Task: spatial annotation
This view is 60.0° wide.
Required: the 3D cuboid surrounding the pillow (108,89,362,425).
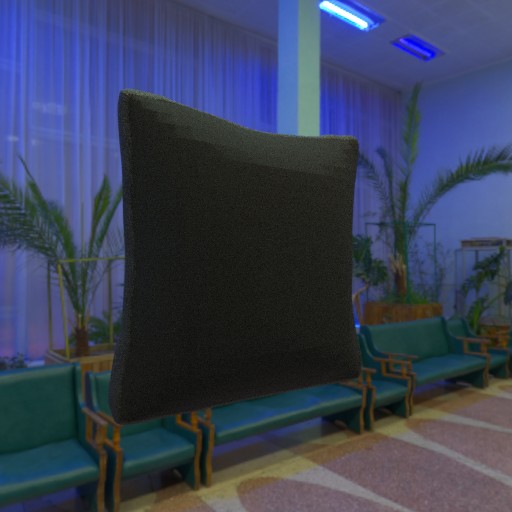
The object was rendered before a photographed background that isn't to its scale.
[{"bbox_3d":[0.000,0.000,0.814,0.533,0.523,0.210,1,-2,-35],"label":"pillow"}]
